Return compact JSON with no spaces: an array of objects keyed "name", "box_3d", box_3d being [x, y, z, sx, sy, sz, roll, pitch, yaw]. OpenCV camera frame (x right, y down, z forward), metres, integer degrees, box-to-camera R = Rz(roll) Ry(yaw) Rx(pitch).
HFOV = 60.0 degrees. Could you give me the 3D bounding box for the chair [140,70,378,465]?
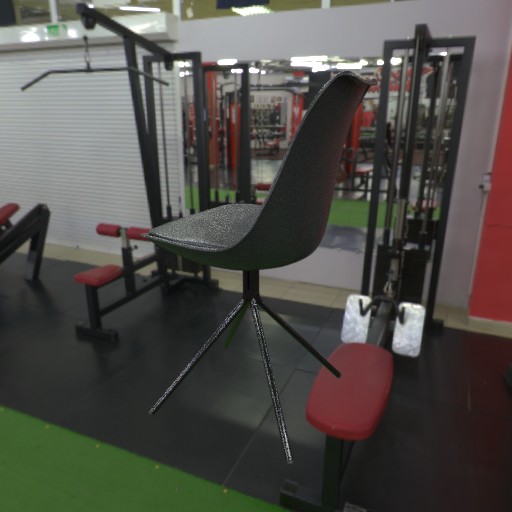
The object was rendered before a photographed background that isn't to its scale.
[{"name":"chair","box_3d":[0.000,0.000,1.142,0.525,0.850,0.461,9,20,25]}]
